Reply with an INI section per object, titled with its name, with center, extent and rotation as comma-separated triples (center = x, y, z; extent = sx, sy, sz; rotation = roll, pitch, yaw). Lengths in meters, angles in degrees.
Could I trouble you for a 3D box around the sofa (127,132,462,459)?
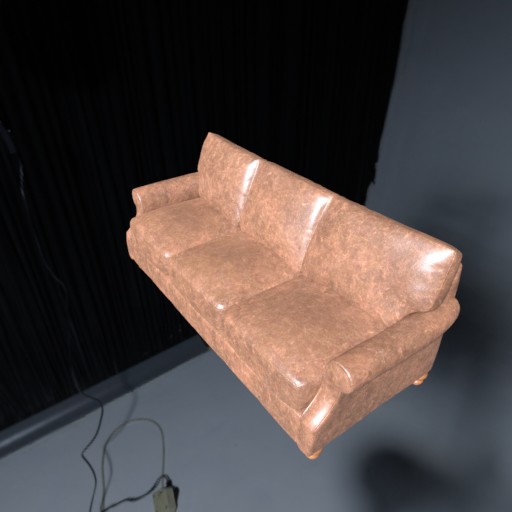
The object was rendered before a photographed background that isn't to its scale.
[sofa]
center = 0.000, 0.000, 2.828
extent = 0.973, 0.977, 2.351
rotation = -21, 38, -29
